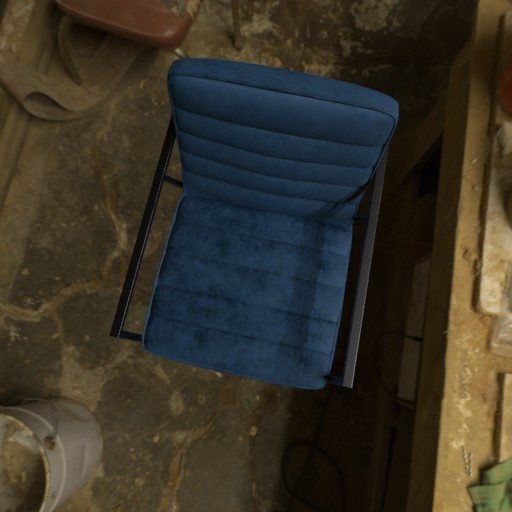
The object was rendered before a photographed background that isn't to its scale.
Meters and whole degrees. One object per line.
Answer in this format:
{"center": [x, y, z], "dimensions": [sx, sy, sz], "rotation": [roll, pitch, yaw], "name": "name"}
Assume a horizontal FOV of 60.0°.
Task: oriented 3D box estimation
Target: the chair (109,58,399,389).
{"center": [0.000, 0.000, 1.283], "dimensions": [0.571, 0.833, 0.677], "rotation": [12, 77, 3], "name": "chair"}
